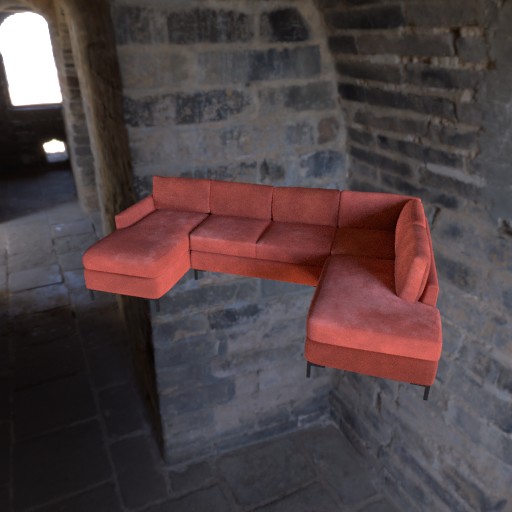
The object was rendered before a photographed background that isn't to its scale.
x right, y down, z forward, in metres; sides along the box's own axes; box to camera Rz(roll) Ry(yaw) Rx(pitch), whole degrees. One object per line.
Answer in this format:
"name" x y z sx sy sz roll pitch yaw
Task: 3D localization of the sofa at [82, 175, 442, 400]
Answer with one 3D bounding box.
"sofa" 0.000 0.000 3.932 2.971 0.858 1.981 7 26 15
